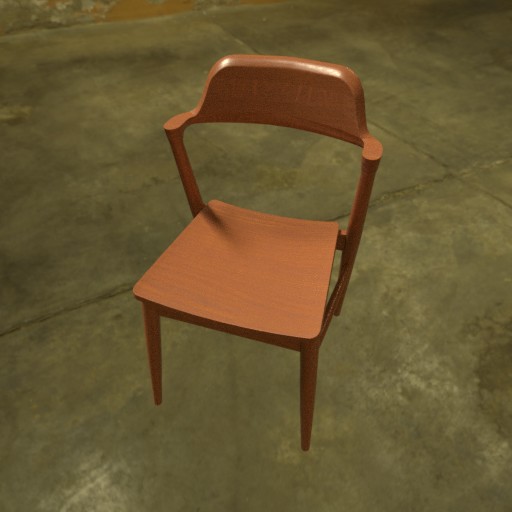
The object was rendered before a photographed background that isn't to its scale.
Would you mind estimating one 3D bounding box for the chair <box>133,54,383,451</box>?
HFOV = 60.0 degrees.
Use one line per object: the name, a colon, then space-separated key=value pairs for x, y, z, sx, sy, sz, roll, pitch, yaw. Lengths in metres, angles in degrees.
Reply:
chair: x=0.000 y=0.000 z=1.101 sx=0.496 sy=0.801 sz=0.499 roll=12 pitch=42 yaw=13
